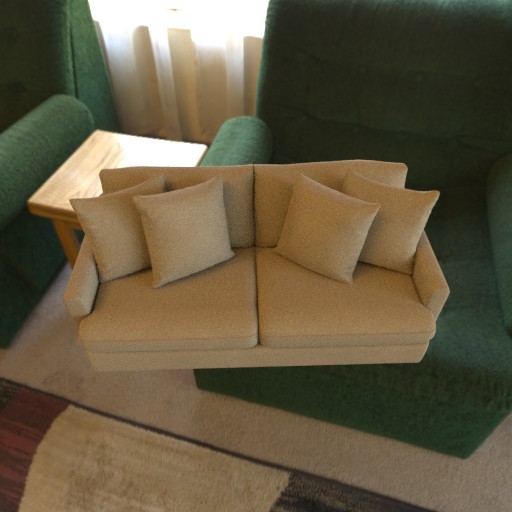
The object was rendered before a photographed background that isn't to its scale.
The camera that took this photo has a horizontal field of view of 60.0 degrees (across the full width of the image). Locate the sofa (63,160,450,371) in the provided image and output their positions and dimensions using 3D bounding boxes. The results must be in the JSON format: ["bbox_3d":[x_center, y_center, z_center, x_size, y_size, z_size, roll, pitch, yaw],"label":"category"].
[{"bbox_3d":[0.000,0.000,3.080,2.380,1.084,1.228,-1,46,-1],"label":"sofa"}]
